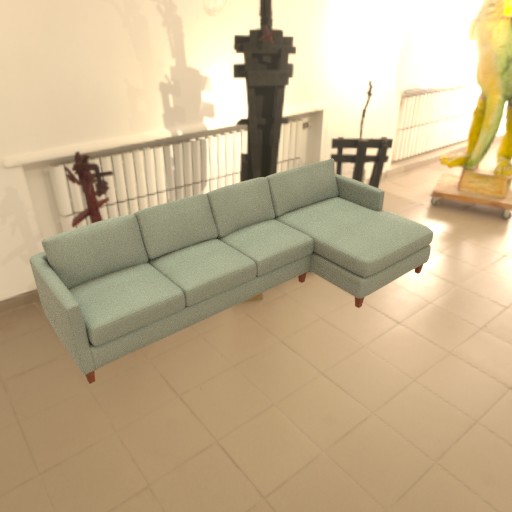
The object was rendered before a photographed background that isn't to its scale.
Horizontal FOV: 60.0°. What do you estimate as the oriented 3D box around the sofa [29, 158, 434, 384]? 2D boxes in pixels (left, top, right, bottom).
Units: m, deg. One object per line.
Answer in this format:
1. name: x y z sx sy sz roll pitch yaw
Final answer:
1. sofa: 0.000 0.000 4.099 3.471 0.950 1.604 -22 36 -33
